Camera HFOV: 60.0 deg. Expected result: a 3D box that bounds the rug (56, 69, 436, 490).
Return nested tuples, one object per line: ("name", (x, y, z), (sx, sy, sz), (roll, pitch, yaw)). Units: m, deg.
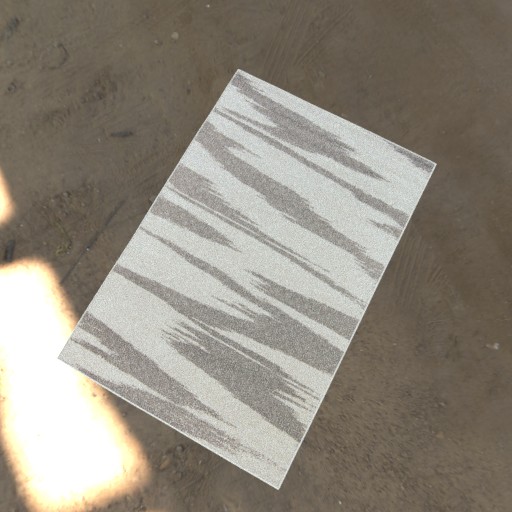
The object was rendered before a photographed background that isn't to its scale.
("rug", (0.000, 0.000, 2.265), (1.225, 0.008, 1.827), (28, 78, 6))
